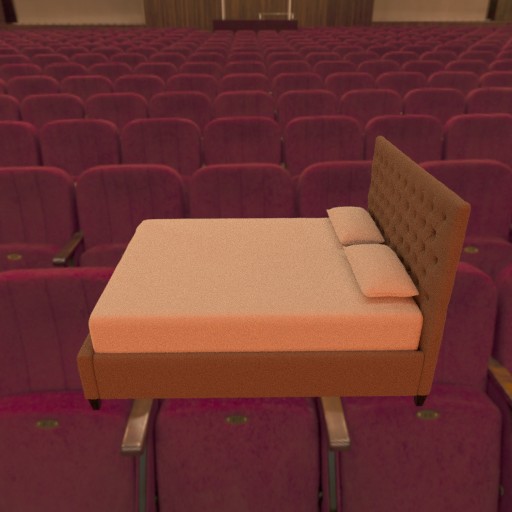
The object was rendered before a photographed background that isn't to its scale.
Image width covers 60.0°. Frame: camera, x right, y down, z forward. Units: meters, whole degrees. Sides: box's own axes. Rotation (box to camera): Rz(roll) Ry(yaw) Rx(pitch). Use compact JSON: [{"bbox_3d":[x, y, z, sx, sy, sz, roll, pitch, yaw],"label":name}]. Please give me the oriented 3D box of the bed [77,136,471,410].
[{"bbox_3d":[0.000,0.000,3.324,2.233,1.426,1.696,0,27,-1],"label":"bed"}]
